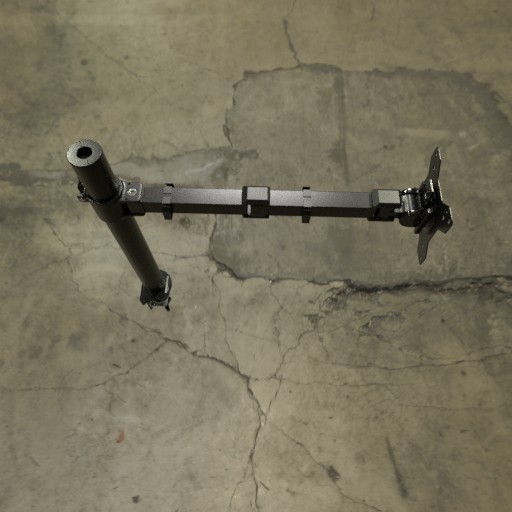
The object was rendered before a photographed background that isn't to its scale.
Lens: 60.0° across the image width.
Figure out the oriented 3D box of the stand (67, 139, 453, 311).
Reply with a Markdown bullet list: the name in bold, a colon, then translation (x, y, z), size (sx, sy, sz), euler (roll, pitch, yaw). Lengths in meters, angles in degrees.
- **stand**: translation (0.000, 0.000, 0.728), size (0.456, 0.510, 0.115), euler (2, 64, 1)
